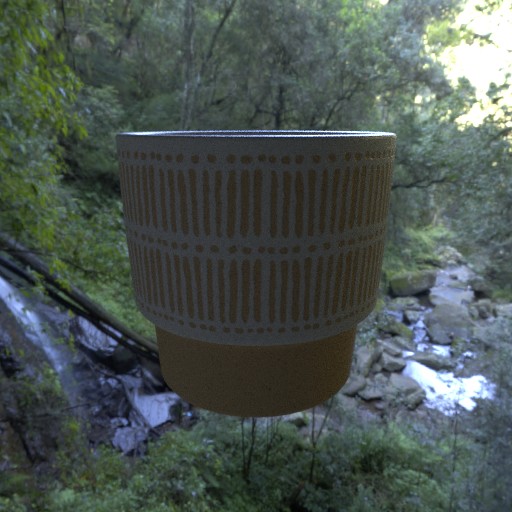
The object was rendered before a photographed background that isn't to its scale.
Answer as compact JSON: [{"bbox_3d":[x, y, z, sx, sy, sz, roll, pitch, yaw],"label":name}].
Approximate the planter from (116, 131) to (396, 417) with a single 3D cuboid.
[{"bbox_3d":[0.000,0.000,0.564,0.317,0.303,0.317,0,16,0],"label":"planter"}]
